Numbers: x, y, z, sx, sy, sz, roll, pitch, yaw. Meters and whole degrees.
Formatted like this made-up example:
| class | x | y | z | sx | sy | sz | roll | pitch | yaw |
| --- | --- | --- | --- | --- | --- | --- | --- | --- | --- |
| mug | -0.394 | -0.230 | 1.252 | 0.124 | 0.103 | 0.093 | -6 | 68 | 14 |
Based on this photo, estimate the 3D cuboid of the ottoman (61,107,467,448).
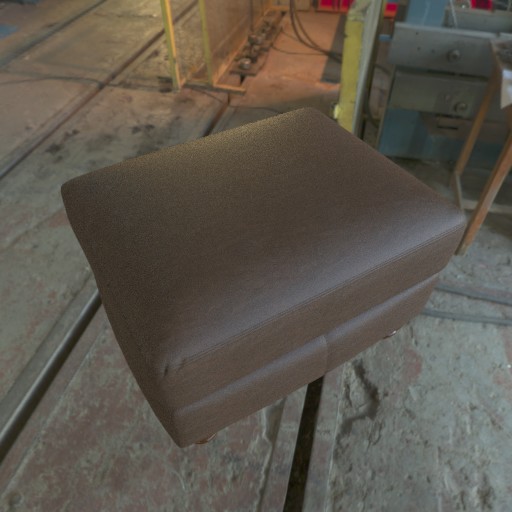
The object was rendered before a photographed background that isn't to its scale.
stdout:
| class | x | y | z | sx | sy | sz | roll | pitch | yaw |
| --- | --- | --- | --- | --- | --- | --- | --- | --- | --- |
| ottoman | 0.000 | 0.000 | 1.155 | 0.787 | 0.508 | 0.635 | -23 | 50 | -21 |
